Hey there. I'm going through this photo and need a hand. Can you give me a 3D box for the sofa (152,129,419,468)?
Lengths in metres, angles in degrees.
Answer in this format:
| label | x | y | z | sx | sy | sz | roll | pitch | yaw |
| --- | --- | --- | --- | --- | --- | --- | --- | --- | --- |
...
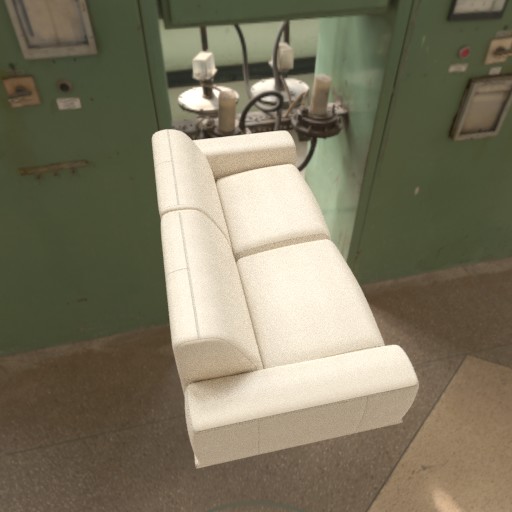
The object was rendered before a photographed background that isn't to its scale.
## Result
| label | x | y | z | sx | sy | sz | roll | pitch | yaw |
| --- | --- | --- | --- | --- | --- | --- | --- | --- | --- |
| sofa | 0.000 | 0.000 | 2.326 | 0.900 | 0.772 | 1.901 | -9 | 46 | -9 |
